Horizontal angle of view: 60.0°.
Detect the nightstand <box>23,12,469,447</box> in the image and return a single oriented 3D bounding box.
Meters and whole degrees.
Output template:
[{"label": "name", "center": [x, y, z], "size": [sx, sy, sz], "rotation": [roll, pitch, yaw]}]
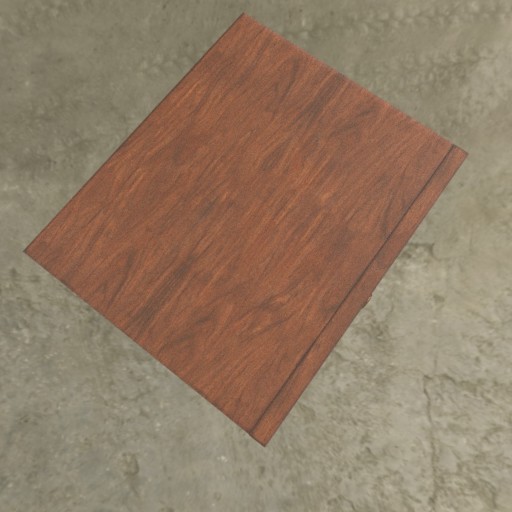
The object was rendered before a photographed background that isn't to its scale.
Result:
[{"label": "nightstand", "center": [0.000, 0.000, 0.946], "size": [0.445, 0.607, 0.521], "rotation": [36, 78, 9]}]
